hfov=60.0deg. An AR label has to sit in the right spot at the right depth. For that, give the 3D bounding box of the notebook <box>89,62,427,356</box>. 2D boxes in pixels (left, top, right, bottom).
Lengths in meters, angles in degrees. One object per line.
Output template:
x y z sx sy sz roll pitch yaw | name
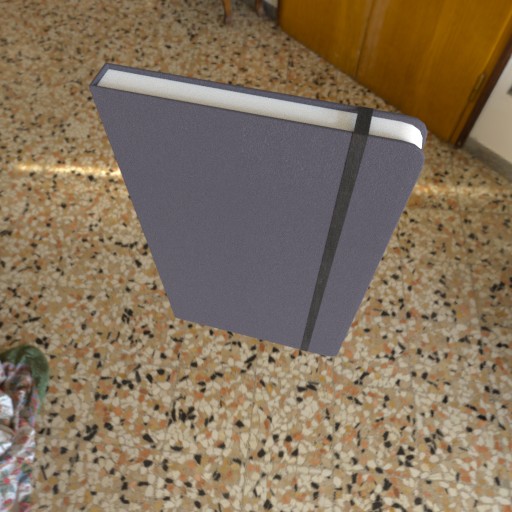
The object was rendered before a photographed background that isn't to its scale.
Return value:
0.000 0.000 0.252 0.127 0.213 0.016 13 59 8 | notebook
